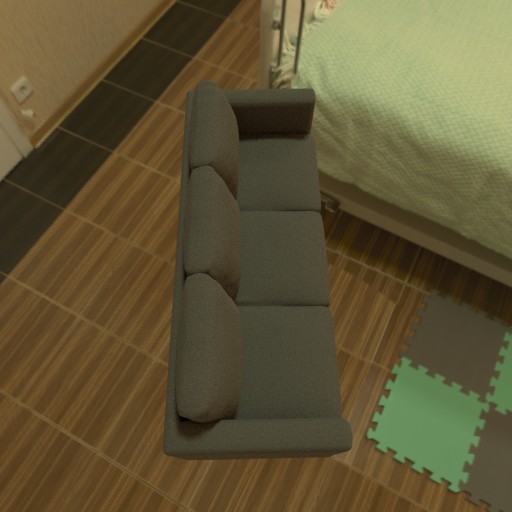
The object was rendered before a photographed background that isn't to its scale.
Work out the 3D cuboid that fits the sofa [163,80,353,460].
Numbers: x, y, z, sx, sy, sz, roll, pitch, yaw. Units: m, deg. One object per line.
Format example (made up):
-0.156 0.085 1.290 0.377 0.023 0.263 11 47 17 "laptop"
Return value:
0.000 0.000 2.457 0.802 0.912 2.029 -1 64 -1 "sofa"
